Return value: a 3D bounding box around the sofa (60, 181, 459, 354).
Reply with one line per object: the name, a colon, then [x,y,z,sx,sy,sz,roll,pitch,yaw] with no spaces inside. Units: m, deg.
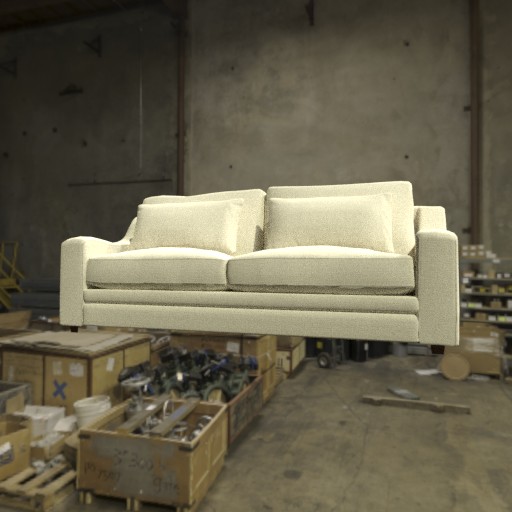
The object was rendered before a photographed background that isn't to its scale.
sofa: [0.000,0.000,3.047,2.470,1.022,1.009,0,-1,18]
